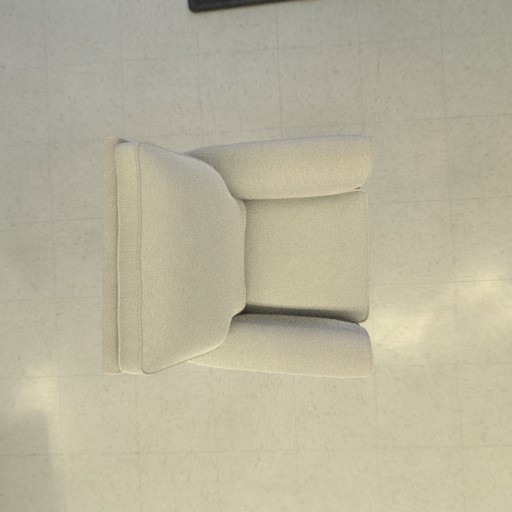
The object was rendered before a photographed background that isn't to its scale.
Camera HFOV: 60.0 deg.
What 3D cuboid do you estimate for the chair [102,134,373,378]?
[{"bbox_3d":[0.000,0.000,1.678,0.878,0.960,0.890,0,89,3],"label":"chair"}]
